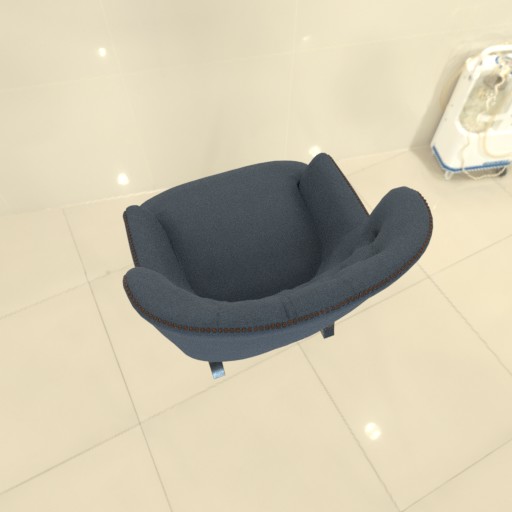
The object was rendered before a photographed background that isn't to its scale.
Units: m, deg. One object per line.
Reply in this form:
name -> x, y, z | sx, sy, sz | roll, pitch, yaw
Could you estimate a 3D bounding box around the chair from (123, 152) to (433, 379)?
chair -> 0.000, 0.000, 1.588 | 0.848, 0.868, 0.906 | -18, 59, -11
